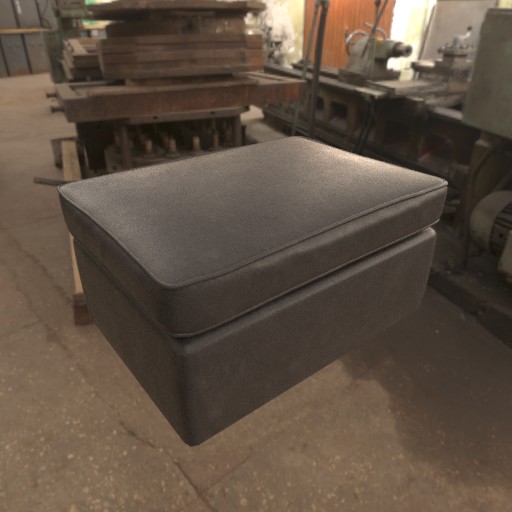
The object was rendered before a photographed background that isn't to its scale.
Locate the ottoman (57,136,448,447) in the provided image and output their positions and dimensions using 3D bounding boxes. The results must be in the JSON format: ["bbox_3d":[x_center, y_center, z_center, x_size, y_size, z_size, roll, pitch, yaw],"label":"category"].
[{"bbox_3d":[0.000,0.000,1.111,0.756,0.445,0.554,-21,35,-33],"label":"ottoman"}]
